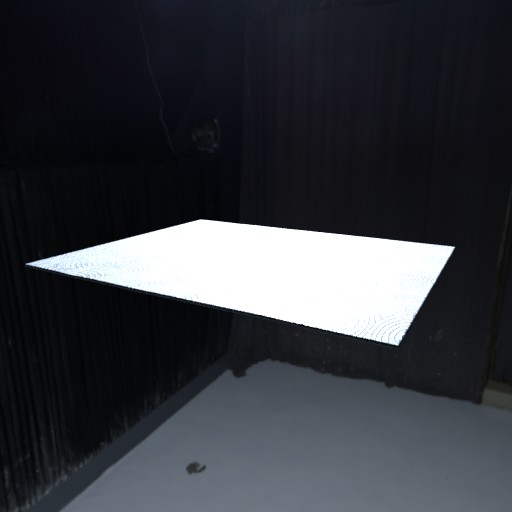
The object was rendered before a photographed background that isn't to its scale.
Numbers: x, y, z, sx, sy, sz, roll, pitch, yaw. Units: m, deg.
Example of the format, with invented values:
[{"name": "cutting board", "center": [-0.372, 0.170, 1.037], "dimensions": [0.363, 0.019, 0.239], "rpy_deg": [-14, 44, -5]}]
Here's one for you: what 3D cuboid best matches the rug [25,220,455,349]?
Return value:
[{"name": "rug", "center": [0.000, 0.000, 3.983], "dimensions": [3.042, 0.021, 2.456], "rpy_deg": [8, 17, 29]}]
